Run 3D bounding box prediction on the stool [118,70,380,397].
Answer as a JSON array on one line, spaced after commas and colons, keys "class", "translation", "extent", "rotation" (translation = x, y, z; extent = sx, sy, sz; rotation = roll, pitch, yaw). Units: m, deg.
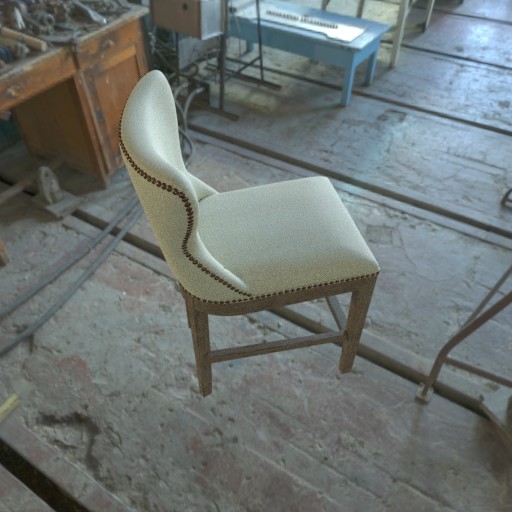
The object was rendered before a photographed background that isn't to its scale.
[{"class": "stool", "translation": [0.000, 0.000, 1.330], "extent": [0.608, 0.981, 0.498], "rotation": [-10, 48, -10]}]
